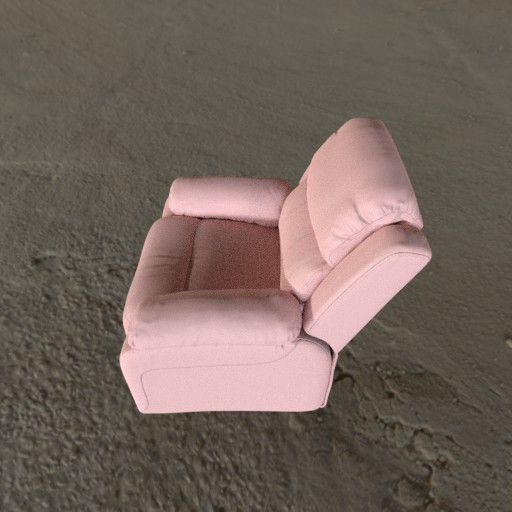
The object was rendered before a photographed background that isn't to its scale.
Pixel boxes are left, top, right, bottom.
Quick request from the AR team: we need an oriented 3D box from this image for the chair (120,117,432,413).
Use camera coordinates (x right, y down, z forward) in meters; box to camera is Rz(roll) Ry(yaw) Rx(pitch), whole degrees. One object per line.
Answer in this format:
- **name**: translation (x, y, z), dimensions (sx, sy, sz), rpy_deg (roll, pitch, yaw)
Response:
- **chair**: translation (0.000, 0.000, 1.252), dimensions (0.709, 0.702, 0.680), rpy_deg (1, 42, 1)
